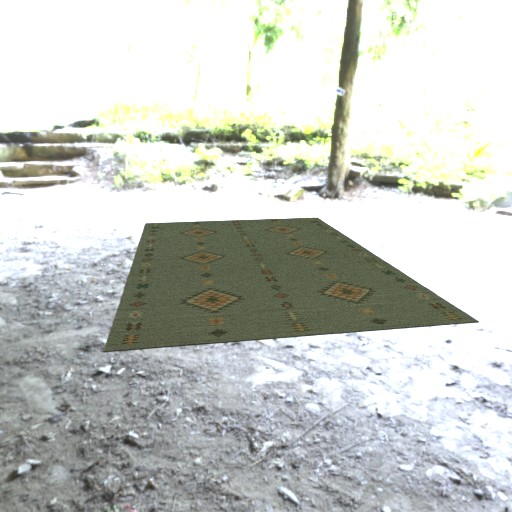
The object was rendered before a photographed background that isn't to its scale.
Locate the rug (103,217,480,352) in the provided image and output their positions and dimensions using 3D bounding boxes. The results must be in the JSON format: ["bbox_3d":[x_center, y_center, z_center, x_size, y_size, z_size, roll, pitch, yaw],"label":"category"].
[{"bbox_3d":[0.000,0.000,2.252,1.217,0.005,1.818,-3,17,-9],"label":"rug"}]
